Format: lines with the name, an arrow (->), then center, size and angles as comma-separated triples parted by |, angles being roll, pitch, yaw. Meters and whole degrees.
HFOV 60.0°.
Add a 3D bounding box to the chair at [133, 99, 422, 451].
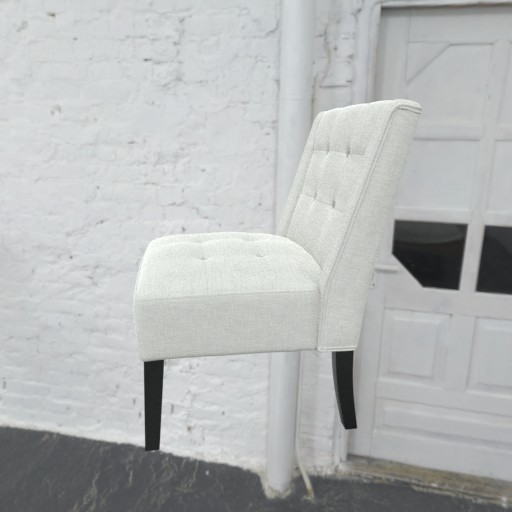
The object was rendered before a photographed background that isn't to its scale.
chair -> 0.000, 0.000, 1.309 | 0.676, 0.853, 0.569 | -3, 16, -9
